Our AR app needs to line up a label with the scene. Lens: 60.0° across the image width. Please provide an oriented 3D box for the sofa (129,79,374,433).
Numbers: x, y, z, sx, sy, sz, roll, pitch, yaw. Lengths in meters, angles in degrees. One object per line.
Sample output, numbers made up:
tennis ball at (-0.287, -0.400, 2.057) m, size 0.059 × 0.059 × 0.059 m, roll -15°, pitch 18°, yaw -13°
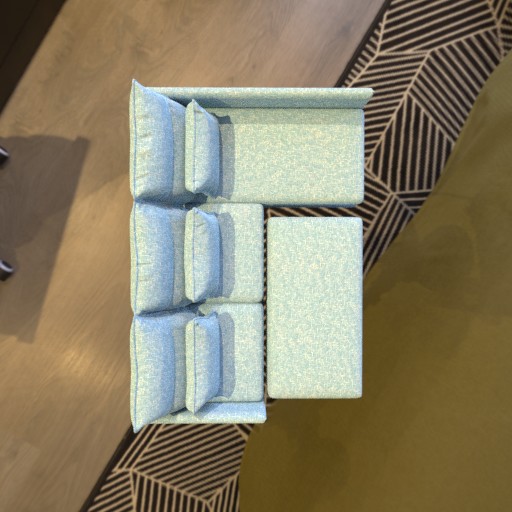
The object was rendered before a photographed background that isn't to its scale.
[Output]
sofa at (0.000, 0.000, 2.838) m, size 1.420 × 0.899 × 2.034 m, roll 0°, pitch 91°, yaw -1°
